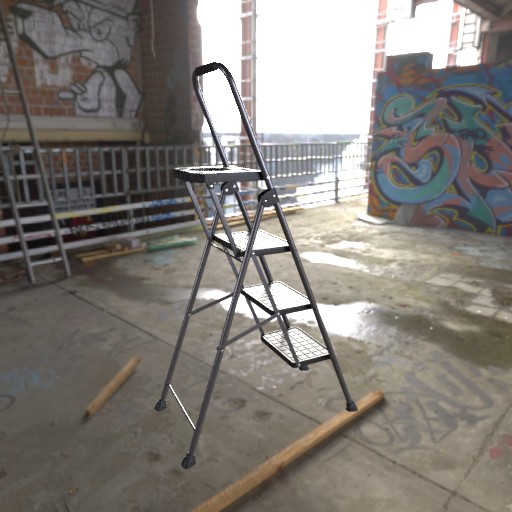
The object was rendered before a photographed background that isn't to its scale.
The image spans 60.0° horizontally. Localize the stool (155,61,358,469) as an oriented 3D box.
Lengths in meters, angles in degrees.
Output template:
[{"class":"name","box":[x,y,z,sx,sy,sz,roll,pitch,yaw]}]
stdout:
[{"class":"stool","box":[0.000,0.000,1.618,0.733,1.277,0.396,-8,17,-26]}]
